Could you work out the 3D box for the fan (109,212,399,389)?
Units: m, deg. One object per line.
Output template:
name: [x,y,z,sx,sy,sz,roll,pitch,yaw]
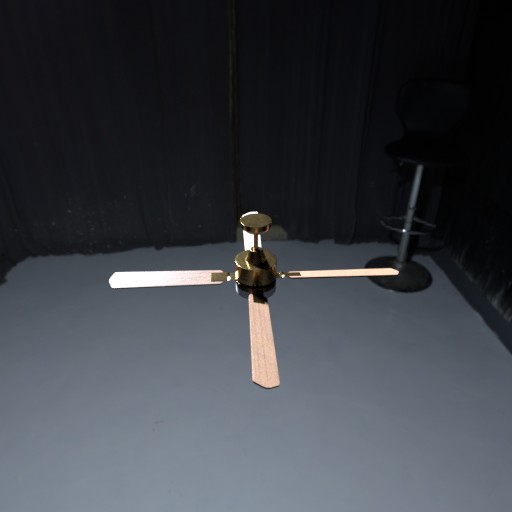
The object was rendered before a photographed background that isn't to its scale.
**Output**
fan: [0.000,0.000,1.966,1.320,0.355,1.320,-2,32,-3]
